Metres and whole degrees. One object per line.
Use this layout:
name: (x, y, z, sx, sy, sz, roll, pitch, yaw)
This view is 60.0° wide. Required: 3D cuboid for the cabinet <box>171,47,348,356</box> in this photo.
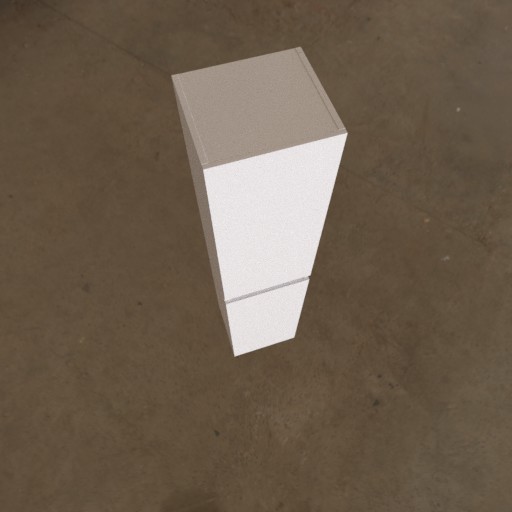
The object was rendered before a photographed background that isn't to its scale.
cabinet: (0.000, 0.000, 1.549, 0.300, 1.400, 0.269, -16, 64, -8)
